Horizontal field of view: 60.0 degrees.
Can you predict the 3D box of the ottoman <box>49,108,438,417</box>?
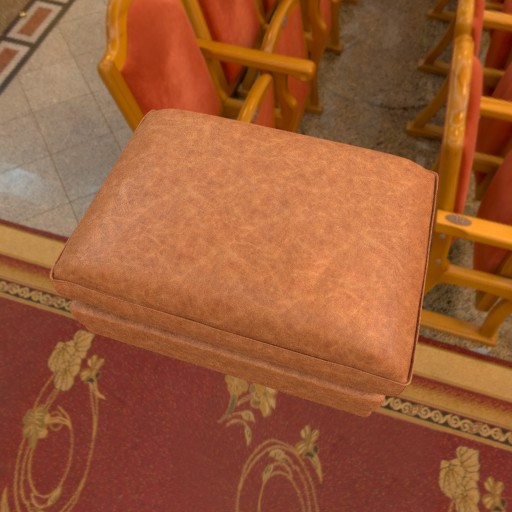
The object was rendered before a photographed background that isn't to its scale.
[{"bbox_3d":[0.000,0.000,1.058,0.710,0.480,0.533,15,61,9],"label":"ottoman"}]
